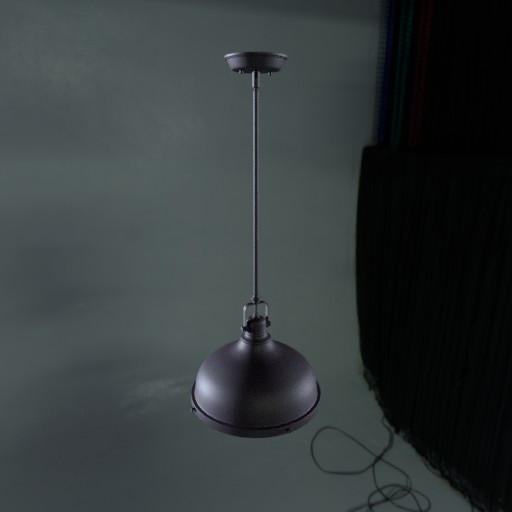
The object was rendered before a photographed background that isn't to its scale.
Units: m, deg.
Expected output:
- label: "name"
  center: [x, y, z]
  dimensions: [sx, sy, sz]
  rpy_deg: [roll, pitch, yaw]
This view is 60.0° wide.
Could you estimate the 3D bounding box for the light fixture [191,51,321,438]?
- label: "light fixture"
  center: [0.000, 0.000, 1.025]
  dimensions: [0.341, 0.849, 0.341]
  rpy_deg: [-8, 17, -25]
